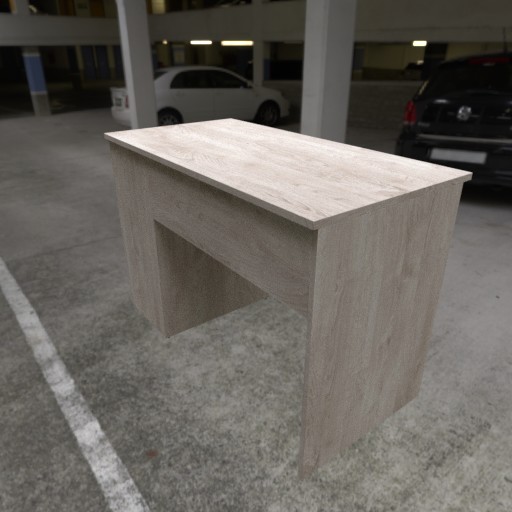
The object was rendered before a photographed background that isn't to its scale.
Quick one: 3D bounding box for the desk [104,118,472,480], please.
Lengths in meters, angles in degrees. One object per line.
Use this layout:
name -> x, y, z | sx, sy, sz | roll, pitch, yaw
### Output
desk -> 0.000, 0.000, 1.536 | 0.560, 0.735, 1.097 | -18, 31, -33
